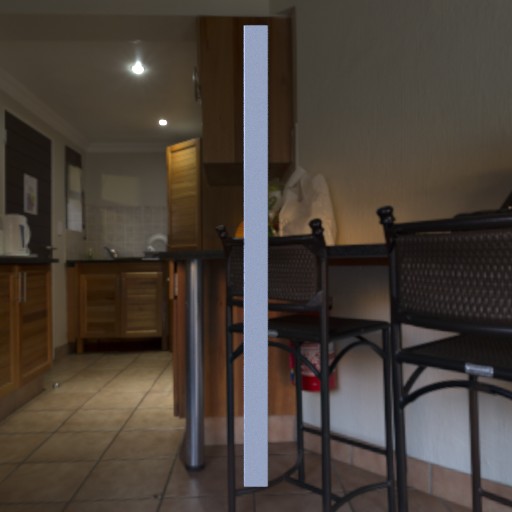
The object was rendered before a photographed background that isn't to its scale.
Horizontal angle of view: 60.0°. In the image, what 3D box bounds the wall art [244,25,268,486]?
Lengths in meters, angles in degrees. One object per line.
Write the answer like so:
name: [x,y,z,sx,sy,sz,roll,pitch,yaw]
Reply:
wall art: [0.000,0.000,0.979,0.039,0.753,0.511,0,0,0]
